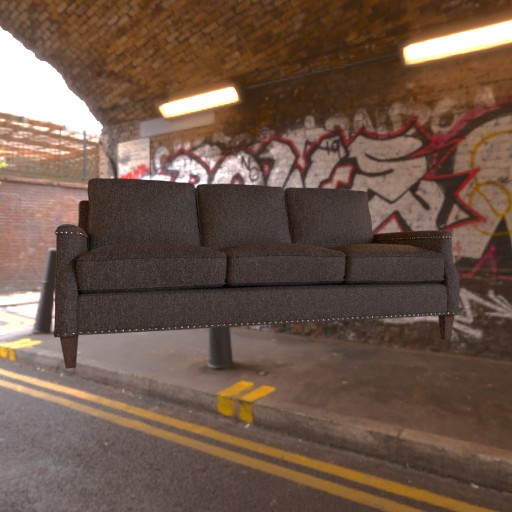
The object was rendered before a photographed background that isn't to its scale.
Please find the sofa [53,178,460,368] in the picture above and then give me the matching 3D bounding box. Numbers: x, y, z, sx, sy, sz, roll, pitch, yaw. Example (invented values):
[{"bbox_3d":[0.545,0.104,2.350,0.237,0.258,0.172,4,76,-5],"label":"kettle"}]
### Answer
[{"bbox_3d":[0.000,0.000,2.802,2.246,1.003,1.084,0,1,-18],"label":"sofa"}]
